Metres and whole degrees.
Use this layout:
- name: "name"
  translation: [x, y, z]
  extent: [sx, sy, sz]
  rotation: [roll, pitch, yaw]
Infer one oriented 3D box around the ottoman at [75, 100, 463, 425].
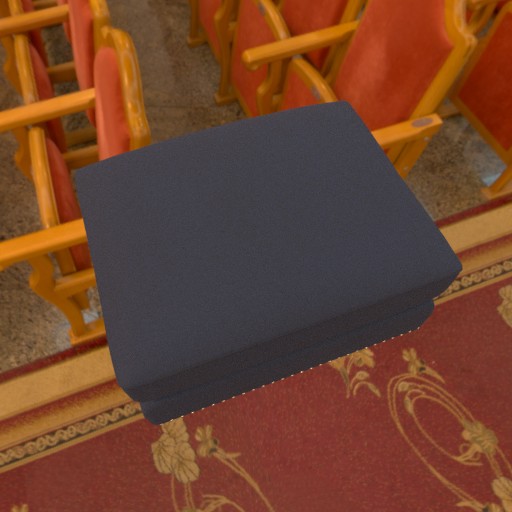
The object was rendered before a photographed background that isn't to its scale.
- name: "ottoman"
  translation: [0.000, 0.000, 1.149]
  extent: [0.741, 0.513, 0.584]
  rotation: [-18, 61, -10]
